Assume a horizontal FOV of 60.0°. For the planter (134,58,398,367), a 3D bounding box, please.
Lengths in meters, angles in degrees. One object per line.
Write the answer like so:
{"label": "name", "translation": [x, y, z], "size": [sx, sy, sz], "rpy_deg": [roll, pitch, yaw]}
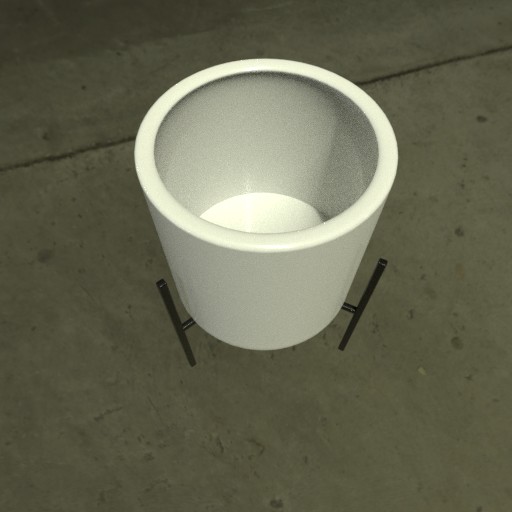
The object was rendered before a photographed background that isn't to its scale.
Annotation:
{"label": "planter", "translation": [0.000, 0.000, 0.516], "size": [0.239, 0.356, 0.239], "rpy_deg": [-34, 64, -18]}
